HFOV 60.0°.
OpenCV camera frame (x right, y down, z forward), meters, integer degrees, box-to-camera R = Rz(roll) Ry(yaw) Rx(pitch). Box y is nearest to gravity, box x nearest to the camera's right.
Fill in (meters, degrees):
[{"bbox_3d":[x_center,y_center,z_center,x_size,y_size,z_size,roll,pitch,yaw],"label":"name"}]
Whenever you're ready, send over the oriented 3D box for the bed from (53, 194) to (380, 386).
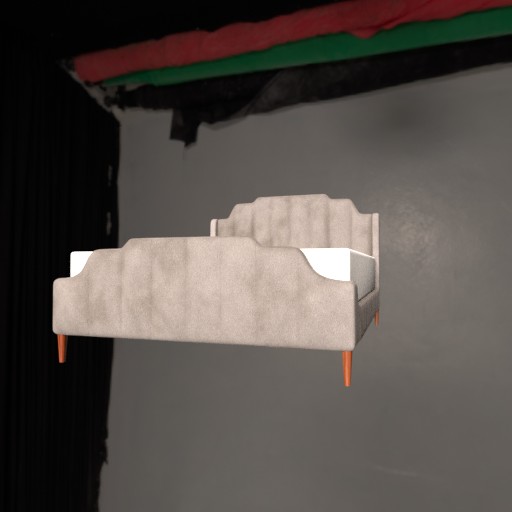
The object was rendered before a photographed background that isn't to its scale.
[{"bbox_3d":[0.000,0.000,3.317,1.676,1.245,2.340,0,-2,18],"label":"bed"}]
